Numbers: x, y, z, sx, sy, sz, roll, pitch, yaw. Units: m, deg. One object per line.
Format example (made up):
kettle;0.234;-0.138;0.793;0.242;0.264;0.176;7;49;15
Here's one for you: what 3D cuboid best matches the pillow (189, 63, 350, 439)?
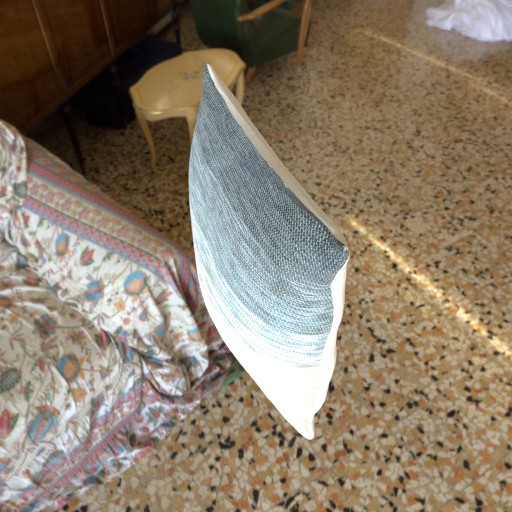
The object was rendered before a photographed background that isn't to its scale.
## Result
pillow;0.000;0.000;0.692;0.182;0.441;0.440;-16;48;-15
